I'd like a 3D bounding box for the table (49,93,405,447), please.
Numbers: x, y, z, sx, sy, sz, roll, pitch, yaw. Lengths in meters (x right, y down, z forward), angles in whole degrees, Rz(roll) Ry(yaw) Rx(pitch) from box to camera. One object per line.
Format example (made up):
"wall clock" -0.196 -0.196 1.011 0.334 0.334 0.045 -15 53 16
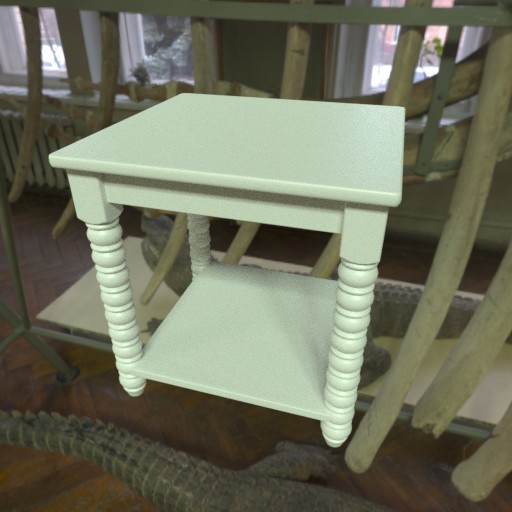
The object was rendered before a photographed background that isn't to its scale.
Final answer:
"table" 0.000 0.000 0.971 0.533 0.563 0.500 9 32 14
